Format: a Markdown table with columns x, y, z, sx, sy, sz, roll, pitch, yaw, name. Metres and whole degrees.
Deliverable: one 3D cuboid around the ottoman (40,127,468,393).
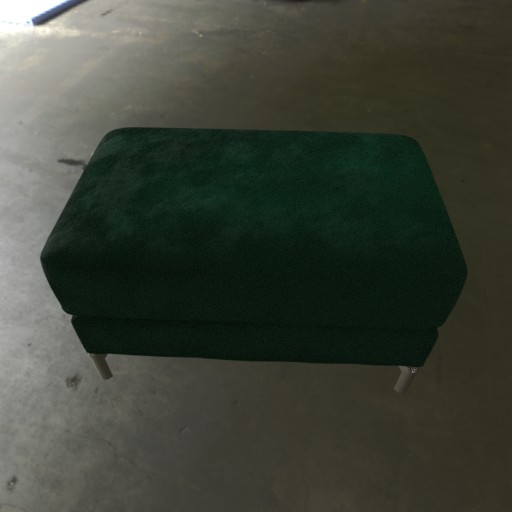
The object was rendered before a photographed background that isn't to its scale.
| x | y | z | sx | sy | sz | roll | pitch | yaw | name |
| --- | --- | --- | --- | --- | --- | --- | --- | --- | --- |
| 0.000 | 0.000 | 1.219 | 0.886 | 0.533 | 0.536 | 2 | 47 | 2 | ottoman |
